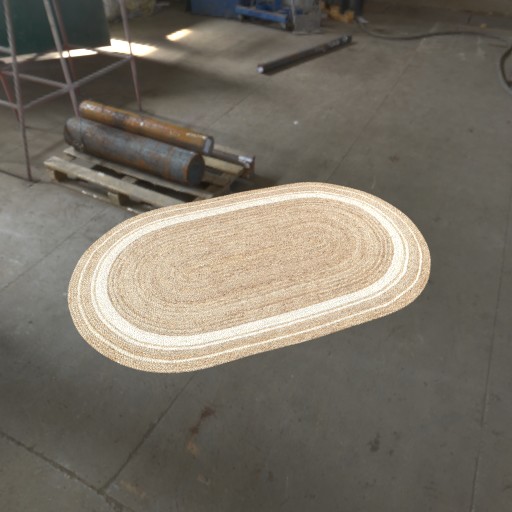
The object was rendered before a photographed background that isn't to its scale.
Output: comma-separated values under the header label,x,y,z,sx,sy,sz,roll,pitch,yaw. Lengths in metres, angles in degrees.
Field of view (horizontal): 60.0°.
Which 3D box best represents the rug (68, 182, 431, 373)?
label,x,y,z,sx,sy,sz,roll,pitch,yaw
rug,0.000,0.000,3.004,2.432,0.006,1.520,-13,44,-14
